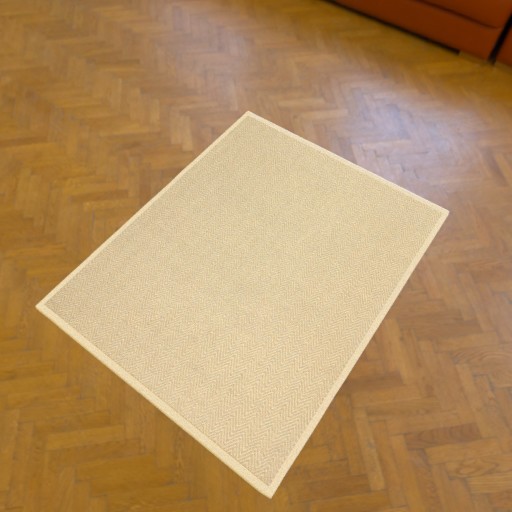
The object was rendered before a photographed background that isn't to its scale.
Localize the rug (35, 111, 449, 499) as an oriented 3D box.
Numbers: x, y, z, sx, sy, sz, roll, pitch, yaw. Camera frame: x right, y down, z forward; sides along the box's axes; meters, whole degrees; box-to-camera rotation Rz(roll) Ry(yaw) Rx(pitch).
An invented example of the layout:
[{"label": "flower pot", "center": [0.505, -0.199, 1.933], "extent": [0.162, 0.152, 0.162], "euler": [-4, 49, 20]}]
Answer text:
[{"label": "rug", "center": [0.000, 0.000, 3.988], "extent": [2.423, 0.019, 3.009], "euler": [32, 63, 18]}]
